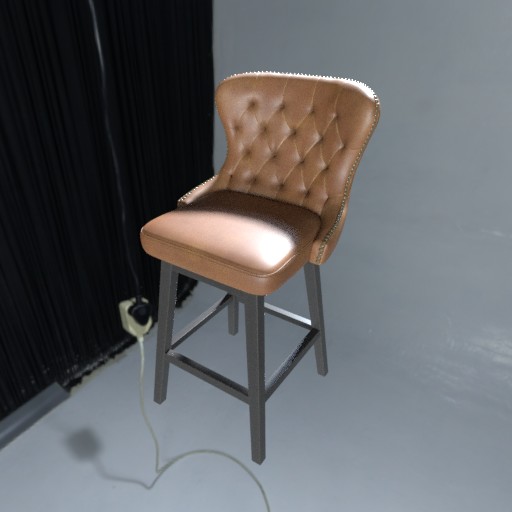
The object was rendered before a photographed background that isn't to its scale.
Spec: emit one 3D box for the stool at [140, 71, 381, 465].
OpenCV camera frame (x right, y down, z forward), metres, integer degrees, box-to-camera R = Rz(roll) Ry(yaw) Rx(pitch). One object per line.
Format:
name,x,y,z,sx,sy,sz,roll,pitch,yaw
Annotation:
stool,0.000,0.000,1.347,0.528,0.971,0.593,18,35,29
